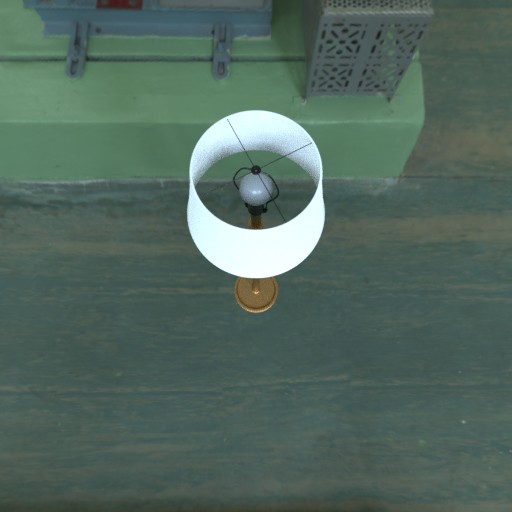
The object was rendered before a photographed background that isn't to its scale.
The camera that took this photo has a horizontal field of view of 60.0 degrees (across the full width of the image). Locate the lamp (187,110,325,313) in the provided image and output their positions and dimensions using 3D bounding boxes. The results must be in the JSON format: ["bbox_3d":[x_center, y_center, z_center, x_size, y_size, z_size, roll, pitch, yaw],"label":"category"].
[{"bbox_3d":[0.000,0.000,0.799,0.178,0.710,0.178,0,75,0],"label":"lamp"}]
